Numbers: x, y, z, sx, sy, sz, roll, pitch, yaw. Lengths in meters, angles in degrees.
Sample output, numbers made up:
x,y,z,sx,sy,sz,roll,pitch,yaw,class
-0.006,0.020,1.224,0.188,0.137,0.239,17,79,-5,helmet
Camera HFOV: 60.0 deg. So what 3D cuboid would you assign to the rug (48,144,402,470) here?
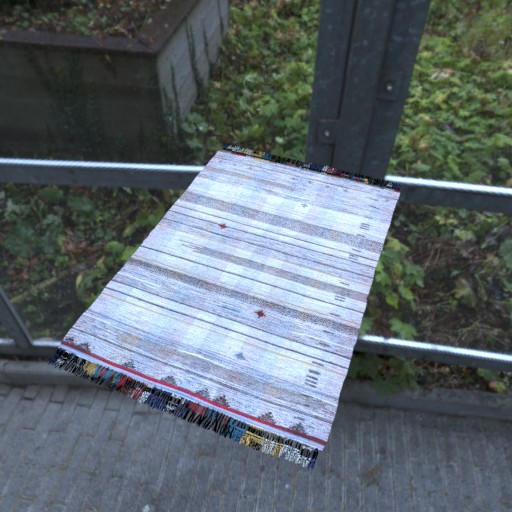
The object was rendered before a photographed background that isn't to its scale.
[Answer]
x,y,z,sx,sy,sz,roll,pitch,yaw,class
0.000,0.000,2.306,1.217,0.012,1.848,16,48,15,rug
